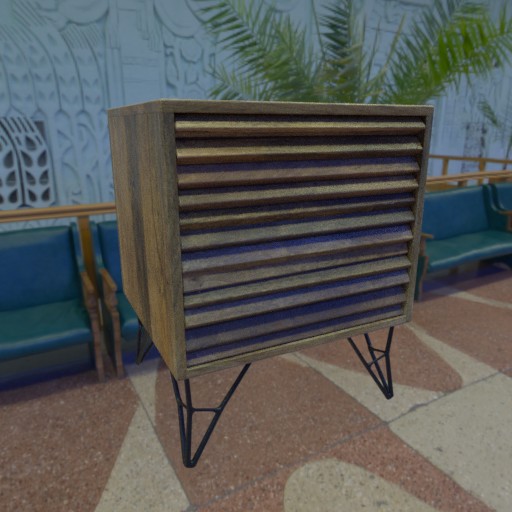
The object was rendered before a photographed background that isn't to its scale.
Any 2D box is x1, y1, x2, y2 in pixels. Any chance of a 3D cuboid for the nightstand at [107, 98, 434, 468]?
[{"bbox_3d":[0.000,0.000,0.879,0.457,0.559,0.406,-8,18,-25],"label":"nightstand"}]
